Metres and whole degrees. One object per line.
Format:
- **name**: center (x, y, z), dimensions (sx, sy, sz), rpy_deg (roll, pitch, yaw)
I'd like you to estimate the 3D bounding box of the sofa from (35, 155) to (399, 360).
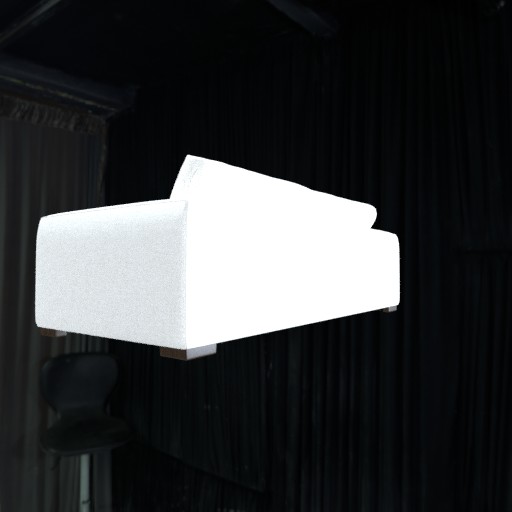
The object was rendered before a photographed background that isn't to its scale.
- **sofa**: center (0.000, 0.000, 2.753), dimensions (1.070, 0.801, 2.262), rpy_deg (-1, -2, 36)
